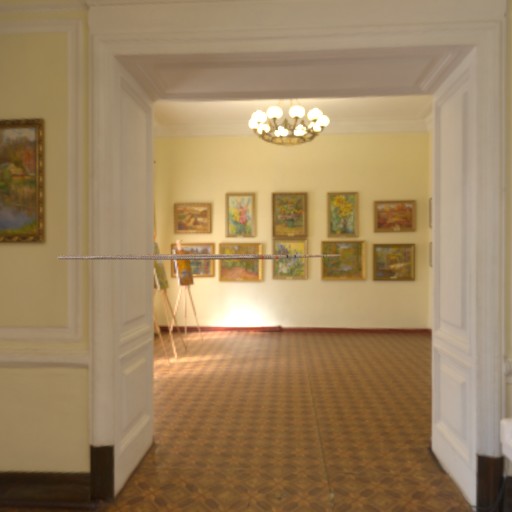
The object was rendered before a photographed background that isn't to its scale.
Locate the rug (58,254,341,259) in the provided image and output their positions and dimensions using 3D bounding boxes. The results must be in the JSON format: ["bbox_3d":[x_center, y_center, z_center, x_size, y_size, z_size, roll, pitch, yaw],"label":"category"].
[{"bbox_3d":[0.000,0.000,2.627,0.744,0.022,2.419,0,0,17],"label":"rug"}]
